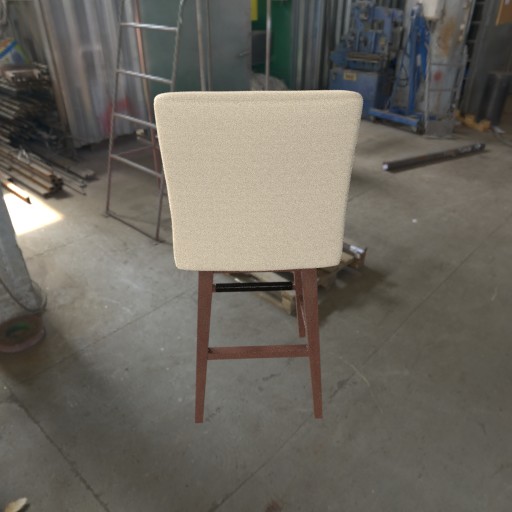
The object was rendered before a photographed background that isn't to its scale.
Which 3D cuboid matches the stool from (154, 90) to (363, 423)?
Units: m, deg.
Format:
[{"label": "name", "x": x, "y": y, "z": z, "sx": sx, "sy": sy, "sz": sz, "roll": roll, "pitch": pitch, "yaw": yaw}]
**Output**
[{"label": "stool", "x": 0.000, "y": 0.000, "z": 1.403, "sx": 0.483, "sy": 1.093, "sz": 0.559, "roll": -1, "pitch": 32, "yaw": -2}]
